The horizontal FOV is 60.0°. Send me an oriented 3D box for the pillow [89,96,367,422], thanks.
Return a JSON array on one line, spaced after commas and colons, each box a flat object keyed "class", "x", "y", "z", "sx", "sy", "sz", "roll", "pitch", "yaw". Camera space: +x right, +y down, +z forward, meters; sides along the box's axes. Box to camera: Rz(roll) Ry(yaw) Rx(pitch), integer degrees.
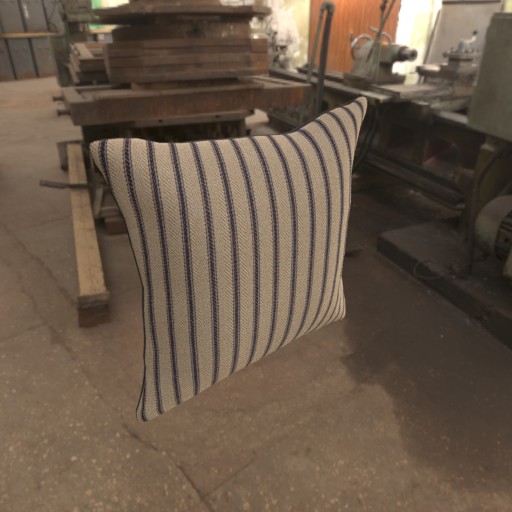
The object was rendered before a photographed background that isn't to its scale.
[{"class": "pillow", "x": 0.000, "y": 0.000, "z": 0.712, "sx": 0.468, "sy": 0.444, "sz": 0.138, "roll": -20, "pitch": 35, "yaw": -32}]
